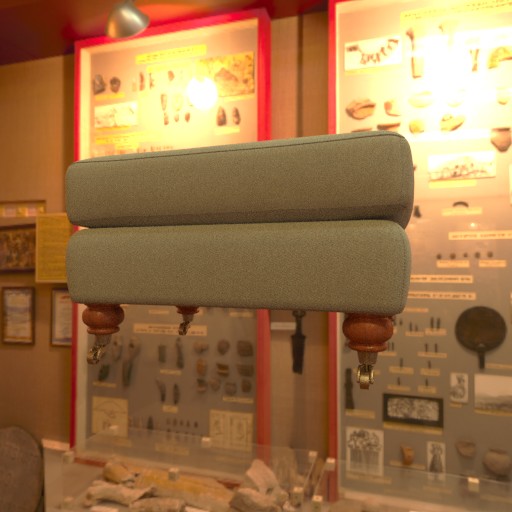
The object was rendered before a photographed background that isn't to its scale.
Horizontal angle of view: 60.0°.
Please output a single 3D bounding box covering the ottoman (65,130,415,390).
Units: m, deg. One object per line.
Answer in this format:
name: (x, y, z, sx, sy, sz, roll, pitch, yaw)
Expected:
ottoman: (0.000, 0.000, 1.147, 0.773, 0.499, 0.569, 0, -1, 19)
